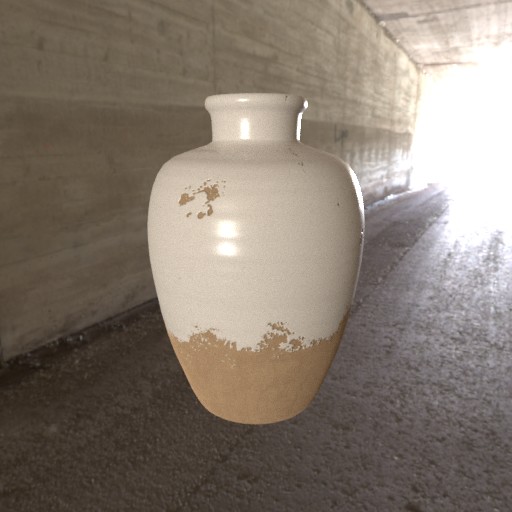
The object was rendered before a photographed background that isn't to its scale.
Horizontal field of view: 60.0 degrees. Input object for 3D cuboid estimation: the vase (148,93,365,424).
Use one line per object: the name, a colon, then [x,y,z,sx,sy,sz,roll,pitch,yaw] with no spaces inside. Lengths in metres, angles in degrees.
vase: [0.000,0.000,0.338,0.158,0.228,0.158,0,15,0]
